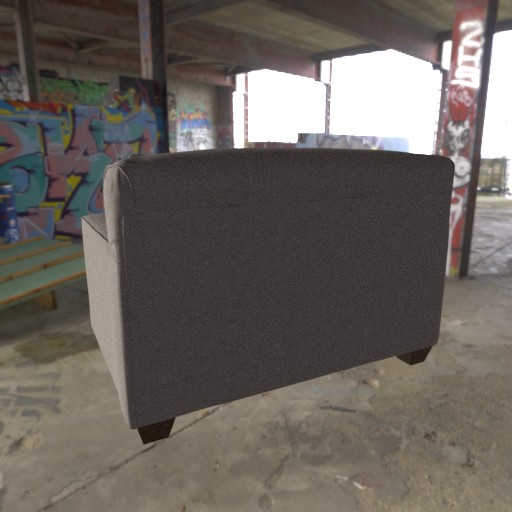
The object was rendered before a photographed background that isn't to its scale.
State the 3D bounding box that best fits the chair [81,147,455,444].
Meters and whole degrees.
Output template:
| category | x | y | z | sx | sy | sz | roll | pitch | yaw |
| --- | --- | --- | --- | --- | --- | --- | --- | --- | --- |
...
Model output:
| category | x | y | z | sx | sy | sz | roll | pitch | yaw |
| --- | --- | --- | --- | --- | --- | --- | --- | --- | --- |
| chair | 0.000 | 0.000 | 2.007 | 1.395 | 0.953 | 0.992 | -7 | 15 | -26 |
